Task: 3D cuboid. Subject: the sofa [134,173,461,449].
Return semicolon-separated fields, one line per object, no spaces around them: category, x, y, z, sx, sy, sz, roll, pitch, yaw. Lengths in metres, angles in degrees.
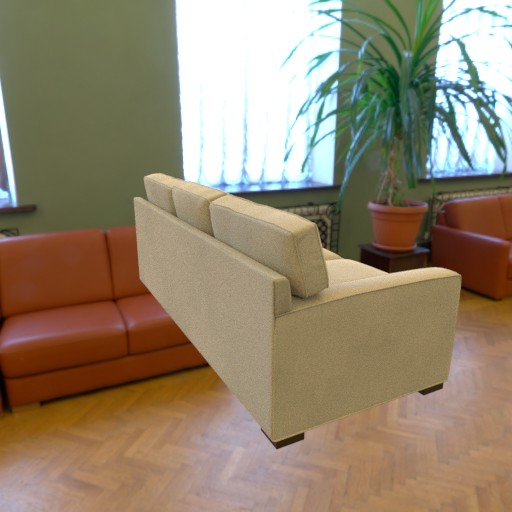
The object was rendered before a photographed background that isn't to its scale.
sofa;0.000;0.000;2.609;0.935;0.862;2.088;-8;18;-26
